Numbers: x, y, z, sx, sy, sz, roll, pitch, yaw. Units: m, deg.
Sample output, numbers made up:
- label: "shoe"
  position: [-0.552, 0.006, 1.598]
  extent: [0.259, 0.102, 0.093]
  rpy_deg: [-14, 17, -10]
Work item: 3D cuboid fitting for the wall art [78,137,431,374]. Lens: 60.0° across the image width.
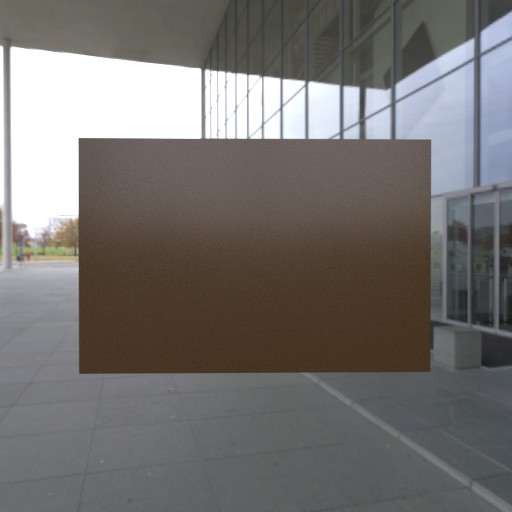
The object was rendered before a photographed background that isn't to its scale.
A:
- label: "wall art"
  position: [0.000, 0.000, 1.460]
  extent: [1.145, 0.762, 0.041]
  rpy_deg: [0, 1, -1]
